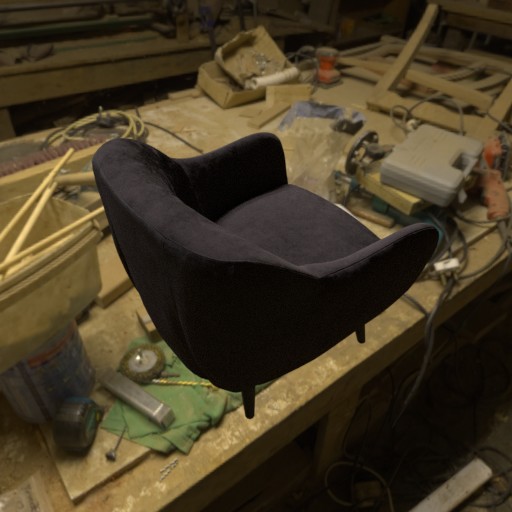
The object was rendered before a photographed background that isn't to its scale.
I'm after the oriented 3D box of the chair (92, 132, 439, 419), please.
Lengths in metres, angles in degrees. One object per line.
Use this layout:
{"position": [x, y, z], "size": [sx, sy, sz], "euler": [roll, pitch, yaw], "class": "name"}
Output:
{"position": [0.000, 0.000, 1.511], "size": [0.819, 0.807, 0.840], "euler": [-25, 46, -27], "class": "chair"}
